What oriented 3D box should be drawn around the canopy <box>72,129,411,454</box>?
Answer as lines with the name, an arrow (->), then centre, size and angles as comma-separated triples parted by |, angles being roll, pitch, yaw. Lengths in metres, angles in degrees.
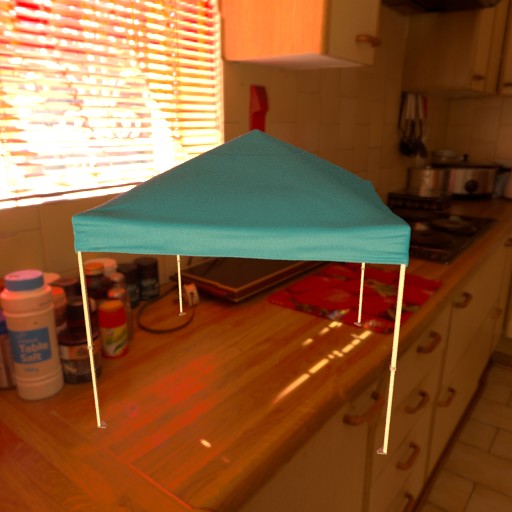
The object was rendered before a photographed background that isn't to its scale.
canopy -> 0.000, 0.000, 5.444 | 2.998, 2.997, 2.996 | 2, 17, 7
